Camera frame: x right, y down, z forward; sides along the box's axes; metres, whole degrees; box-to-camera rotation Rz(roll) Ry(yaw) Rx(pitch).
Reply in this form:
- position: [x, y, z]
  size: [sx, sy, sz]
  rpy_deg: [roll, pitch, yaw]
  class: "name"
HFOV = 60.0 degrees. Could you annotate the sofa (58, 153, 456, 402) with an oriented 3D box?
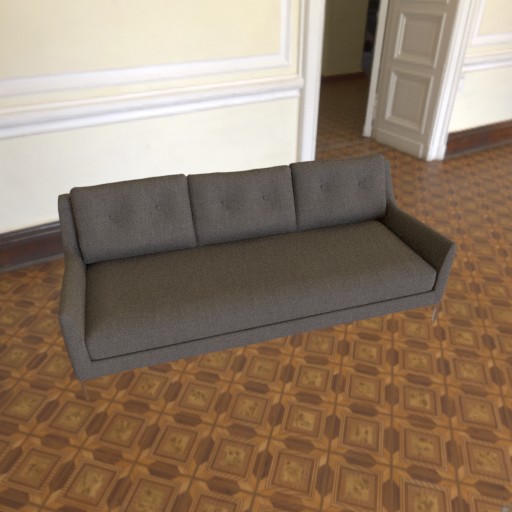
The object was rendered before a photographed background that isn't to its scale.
- position: [0.000, 0.000, 2.539]
  size: [2.060, 0.837, 0.849]
  rpy_deg: [-9, 34, -14]
  class: "sofa"
